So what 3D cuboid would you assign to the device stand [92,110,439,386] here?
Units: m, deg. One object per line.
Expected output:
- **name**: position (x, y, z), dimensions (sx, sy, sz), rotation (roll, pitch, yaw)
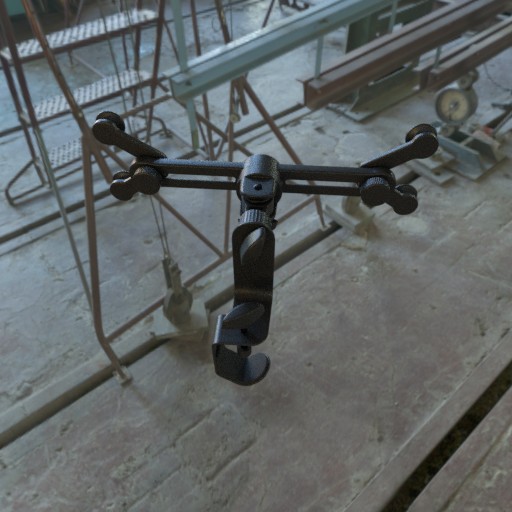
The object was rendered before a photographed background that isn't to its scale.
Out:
- **device stand**: position (0.000, 0.000, 0.355), dimensions (0.270, 0.166, 0.142), rotation (3, 47, 3)
